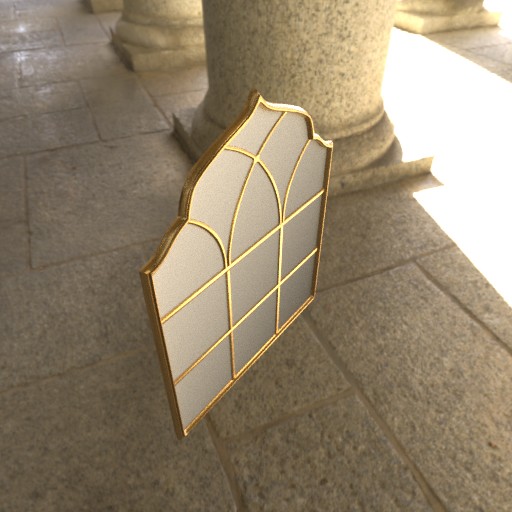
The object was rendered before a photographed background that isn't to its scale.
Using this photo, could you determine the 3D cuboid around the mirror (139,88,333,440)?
[{"bbox_3d":[0.000,0.000,0.849,0.018,0.635,0.513,26,47,28],"label":"mirror"}]
